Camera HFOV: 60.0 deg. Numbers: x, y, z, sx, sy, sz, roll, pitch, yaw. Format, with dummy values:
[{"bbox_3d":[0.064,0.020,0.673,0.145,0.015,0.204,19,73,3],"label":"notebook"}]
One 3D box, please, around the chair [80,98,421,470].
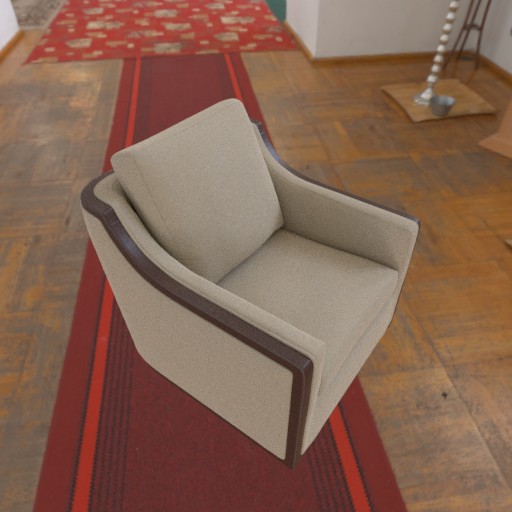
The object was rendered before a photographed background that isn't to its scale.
[{"bbox_3d":[0.000,0.000,1.689,0.950,0.930,0.870,26,47,27],"label":"chair"}]
